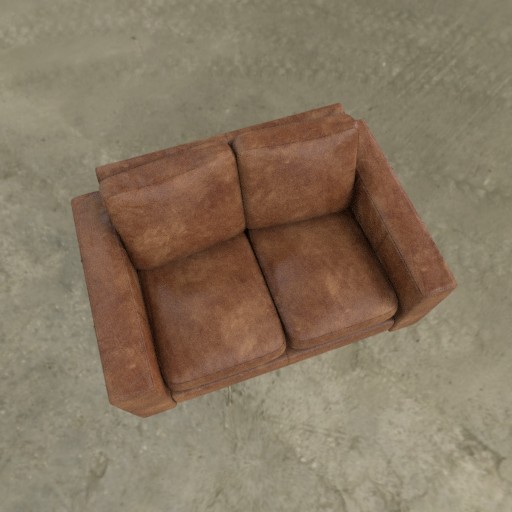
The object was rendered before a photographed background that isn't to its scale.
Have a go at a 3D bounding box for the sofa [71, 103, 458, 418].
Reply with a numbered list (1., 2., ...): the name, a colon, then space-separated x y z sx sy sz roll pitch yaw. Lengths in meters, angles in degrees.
1. sofa: 0.000 0.000 2.264 1.626 0.889 1.041 -17 66 -8
